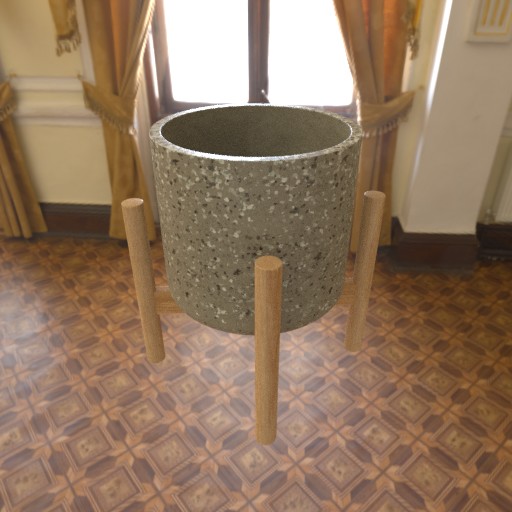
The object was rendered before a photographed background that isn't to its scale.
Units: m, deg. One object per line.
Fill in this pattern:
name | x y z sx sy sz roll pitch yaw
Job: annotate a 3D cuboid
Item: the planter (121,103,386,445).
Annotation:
planter | 0.000 0.000 0.552 0.284 0.320 0.284 9 32 15
